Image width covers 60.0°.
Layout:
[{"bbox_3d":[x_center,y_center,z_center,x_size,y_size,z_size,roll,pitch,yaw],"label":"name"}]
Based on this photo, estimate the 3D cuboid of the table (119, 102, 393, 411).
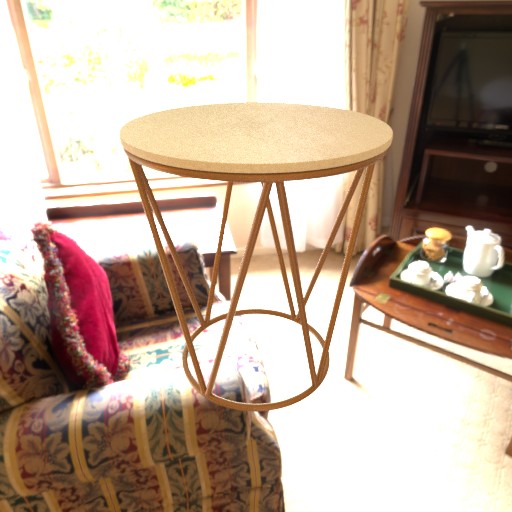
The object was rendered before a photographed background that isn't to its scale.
[{"bbox_3d":[0.000,0.000,0.971,0.500,0.564,0.500,0,29,0],"label":"table"}]
